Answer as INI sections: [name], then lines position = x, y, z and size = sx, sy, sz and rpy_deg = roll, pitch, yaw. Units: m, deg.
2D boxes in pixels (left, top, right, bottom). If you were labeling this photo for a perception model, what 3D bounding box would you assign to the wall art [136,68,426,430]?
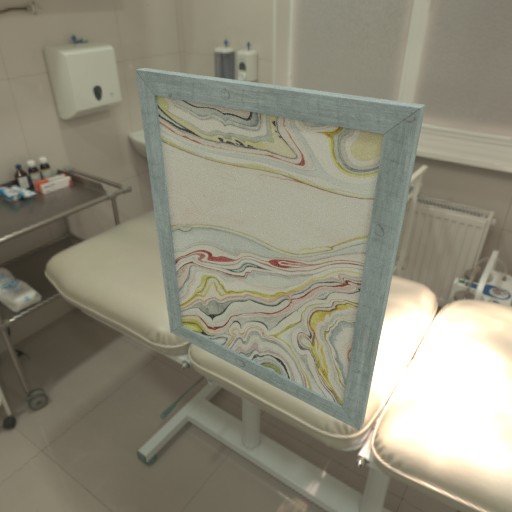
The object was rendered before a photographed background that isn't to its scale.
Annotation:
[wall art]
position = 0.000, 0.000, 0.792
size = 0.479, 0.582, 0.022
rpy_deg = 20, 37, 29
